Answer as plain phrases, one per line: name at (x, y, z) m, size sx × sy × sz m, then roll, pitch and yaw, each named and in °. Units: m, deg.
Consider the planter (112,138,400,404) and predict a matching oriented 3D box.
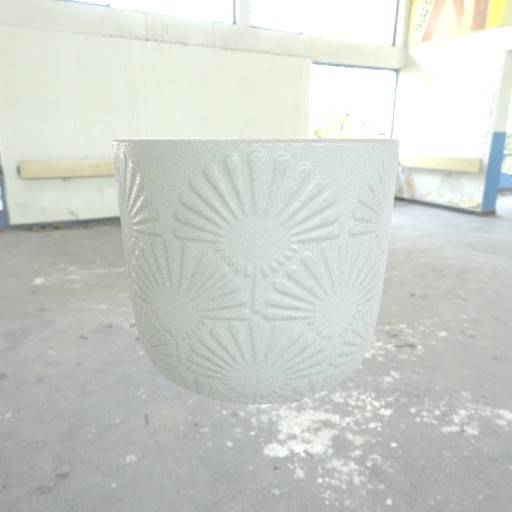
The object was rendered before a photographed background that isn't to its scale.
planter at (0.000, 0.000, 0.213) m, size 0.124 × 0.109 × 0.124 m, roll 0°, pitch 15°, yaw 0°
